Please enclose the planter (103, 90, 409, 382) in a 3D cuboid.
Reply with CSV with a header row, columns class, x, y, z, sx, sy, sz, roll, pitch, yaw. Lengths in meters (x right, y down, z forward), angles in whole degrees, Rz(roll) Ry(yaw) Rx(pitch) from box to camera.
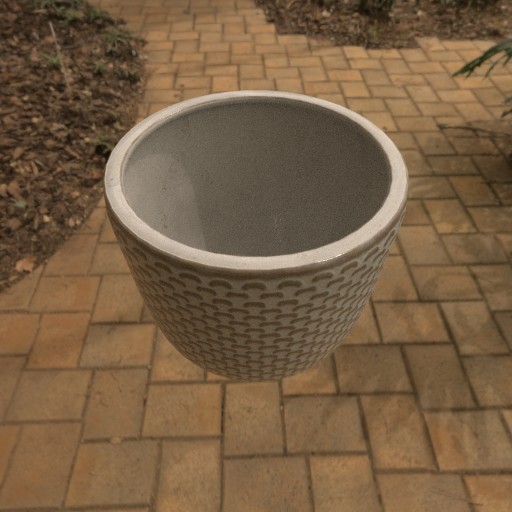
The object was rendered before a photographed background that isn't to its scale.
class,x,y,z,sx,sy,sz,roll,pitch,yaw
planter,0.000,0.000,0.309,0.173,0.160,0.173,0,47,0
